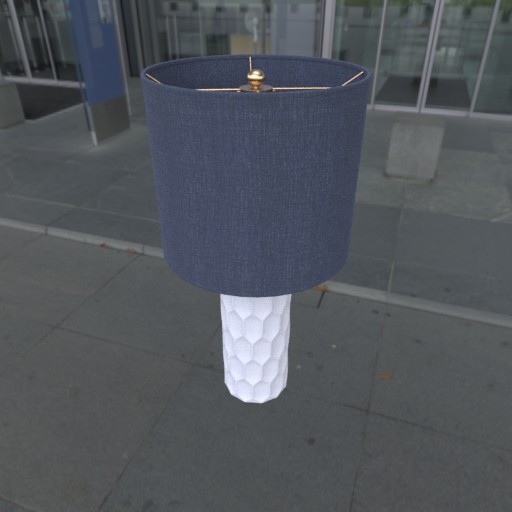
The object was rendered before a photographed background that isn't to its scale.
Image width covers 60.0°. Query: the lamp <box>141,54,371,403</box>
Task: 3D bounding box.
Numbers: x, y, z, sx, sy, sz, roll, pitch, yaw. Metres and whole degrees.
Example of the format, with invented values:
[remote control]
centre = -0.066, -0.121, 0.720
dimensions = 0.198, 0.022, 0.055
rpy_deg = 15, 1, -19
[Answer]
[lamp]
centre = 0.000, 0.000, 0.684
dimensions = 0.277, 0.537, 0.277
rpy_deg = 20, 37, 29
